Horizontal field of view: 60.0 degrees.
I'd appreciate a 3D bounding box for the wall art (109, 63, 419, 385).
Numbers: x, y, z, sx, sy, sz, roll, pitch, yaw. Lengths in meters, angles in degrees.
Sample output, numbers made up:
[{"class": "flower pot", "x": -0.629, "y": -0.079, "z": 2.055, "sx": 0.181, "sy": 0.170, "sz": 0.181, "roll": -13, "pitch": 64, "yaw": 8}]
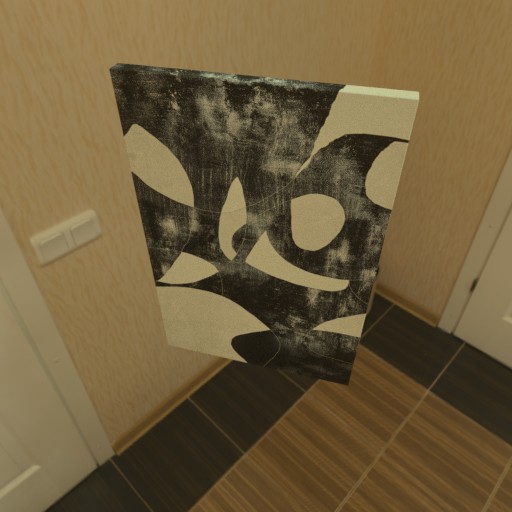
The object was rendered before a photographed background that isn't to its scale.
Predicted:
[{"class": "wall art", "x": 0.000, "y": 0.000, "z": 1.162, "sx": 0.610, "sy": 0.915, "sz": 0.041, "roll": 10, "pitch": 42, "yaw": 11}]
